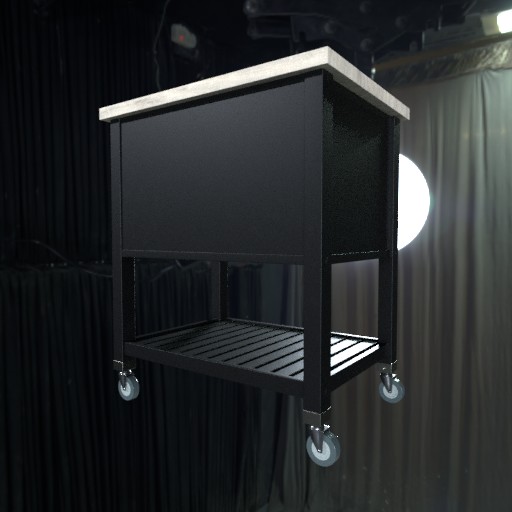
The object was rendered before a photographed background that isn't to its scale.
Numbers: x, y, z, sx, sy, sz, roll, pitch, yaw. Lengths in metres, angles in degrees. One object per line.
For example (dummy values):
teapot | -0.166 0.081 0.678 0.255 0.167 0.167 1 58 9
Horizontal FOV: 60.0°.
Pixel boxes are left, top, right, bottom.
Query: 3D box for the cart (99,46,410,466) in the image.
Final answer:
cart | 0.000 0.000 1.402 0.797 0.920 0.567 2 3 36
